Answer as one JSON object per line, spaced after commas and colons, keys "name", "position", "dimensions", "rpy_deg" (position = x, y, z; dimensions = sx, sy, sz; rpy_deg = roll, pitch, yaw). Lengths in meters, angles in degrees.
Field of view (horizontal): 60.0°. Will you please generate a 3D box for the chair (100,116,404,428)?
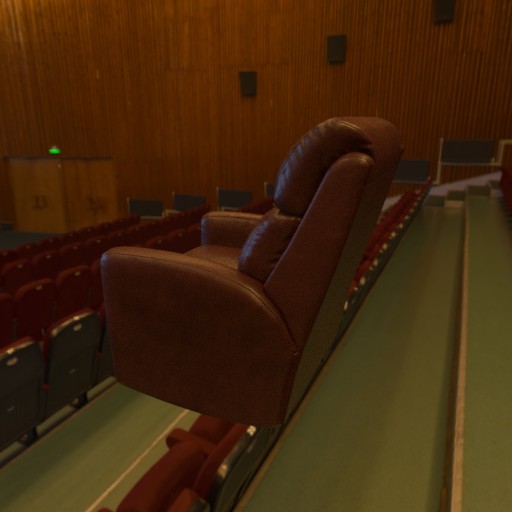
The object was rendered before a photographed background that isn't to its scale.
{"name": "chair", "position": [0.000, 0.000, 1.696], "dimensions": [0.939, 1.016, 0.787], "rpy_deg": [8, 19, 23]}
